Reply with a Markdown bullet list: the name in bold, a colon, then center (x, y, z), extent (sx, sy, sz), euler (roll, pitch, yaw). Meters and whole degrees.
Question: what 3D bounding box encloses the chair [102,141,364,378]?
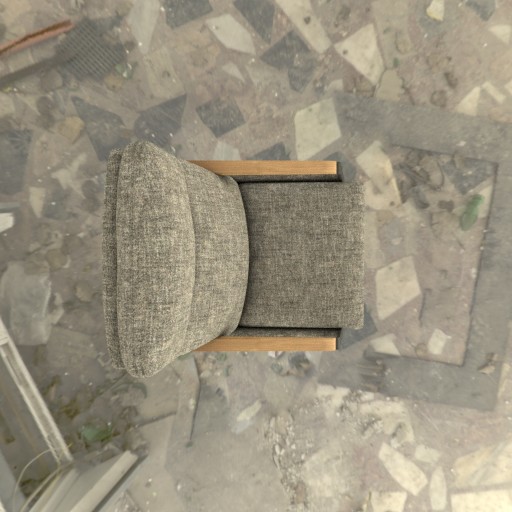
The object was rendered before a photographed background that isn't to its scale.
- **chair**: center (0.000, 0.000, 1.611), extent (0.868, 1.042, 0.671), euler (0, 91, -1)
